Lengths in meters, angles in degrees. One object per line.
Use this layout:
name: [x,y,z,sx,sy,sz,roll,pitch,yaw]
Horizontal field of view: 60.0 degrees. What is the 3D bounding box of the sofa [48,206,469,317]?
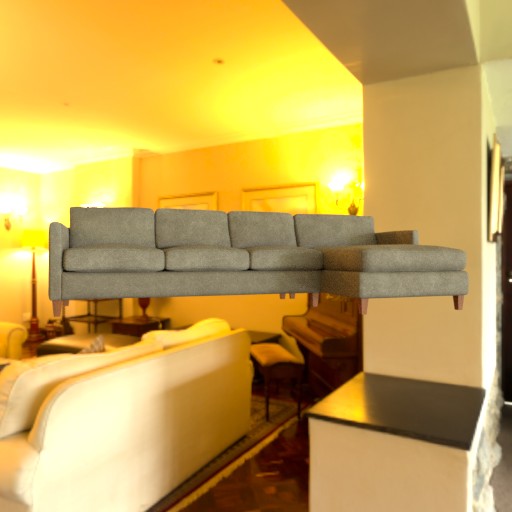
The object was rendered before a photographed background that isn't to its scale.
sofa: [0.000,0.000,4.065,3.471,0.950,1.604,0,0,-19]
